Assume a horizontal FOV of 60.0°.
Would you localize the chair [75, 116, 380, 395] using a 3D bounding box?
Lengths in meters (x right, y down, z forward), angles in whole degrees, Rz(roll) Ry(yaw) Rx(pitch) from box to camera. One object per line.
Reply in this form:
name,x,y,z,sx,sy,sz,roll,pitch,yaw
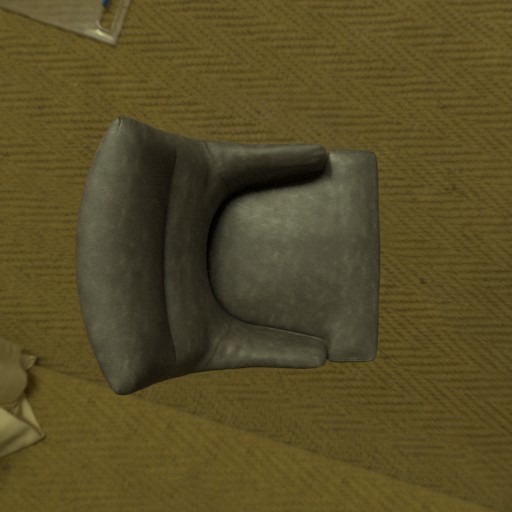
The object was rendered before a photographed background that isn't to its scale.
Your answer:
chair,0.000,0.000,1.490,0.874,0.870,0.738,0,90,1
